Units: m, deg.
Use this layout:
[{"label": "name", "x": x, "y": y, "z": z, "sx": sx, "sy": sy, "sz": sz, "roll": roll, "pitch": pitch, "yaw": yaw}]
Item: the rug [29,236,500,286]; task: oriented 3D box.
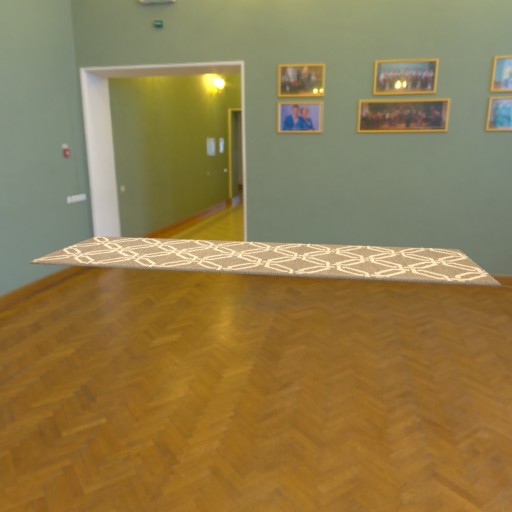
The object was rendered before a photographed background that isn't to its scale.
[{"label": "rug", "x": 0.000, "y": 0.000, "z": 2.435, "sx": 2.276, "sy": 0.014, "sz": 0.678, "roll": 2, "pitch": 14, "yaw": 9}]
